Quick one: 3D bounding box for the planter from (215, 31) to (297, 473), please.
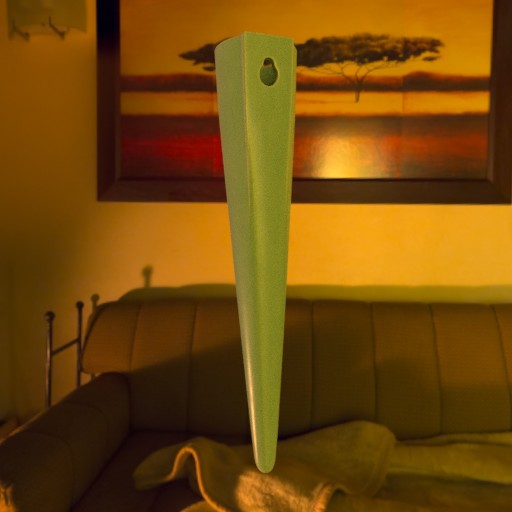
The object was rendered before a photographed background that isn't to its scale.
[{"bbox_3d":[0.000,0.000,0.294,0.054,0.268,0.055,0,1,-16],"label":"planter"}]
